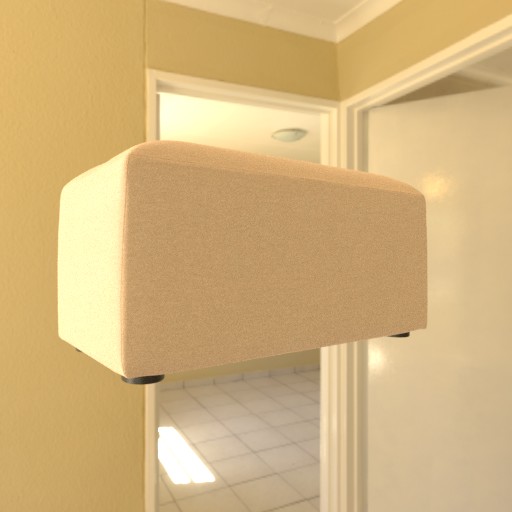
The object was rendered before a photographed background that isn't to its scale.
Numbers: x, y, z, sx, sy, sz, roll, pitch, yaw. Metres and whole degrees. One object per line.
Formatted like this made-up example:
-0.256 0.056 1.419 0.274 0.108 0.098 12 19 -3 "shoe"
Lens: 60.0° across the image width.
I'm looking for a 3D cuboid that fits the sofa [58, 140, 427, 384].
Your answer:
0.000 0.000 1.221 0.930 0.470 0.480 0 0 -36 "sofa"
